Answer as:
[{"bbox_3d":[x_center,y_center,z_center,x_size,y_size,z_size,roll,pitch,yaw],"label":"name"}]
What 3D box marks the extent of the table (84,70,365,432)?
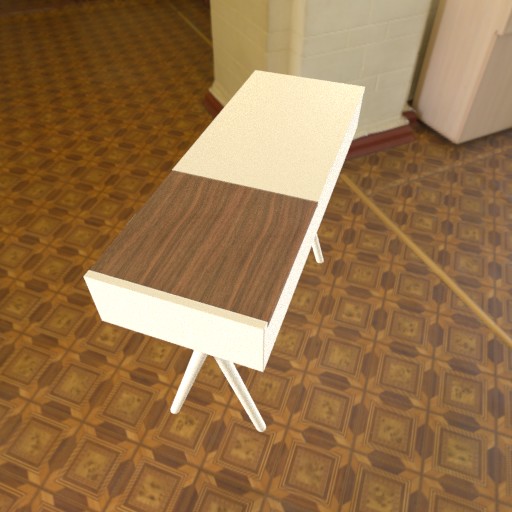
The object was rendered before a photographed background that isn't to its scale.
[{"bbox_3d":[0.000,0.000,1.507,0.418,0.785,1.066,14,48,13],"label":"table"}]
